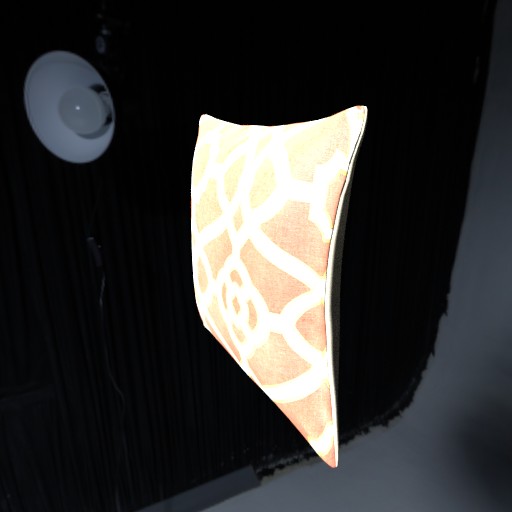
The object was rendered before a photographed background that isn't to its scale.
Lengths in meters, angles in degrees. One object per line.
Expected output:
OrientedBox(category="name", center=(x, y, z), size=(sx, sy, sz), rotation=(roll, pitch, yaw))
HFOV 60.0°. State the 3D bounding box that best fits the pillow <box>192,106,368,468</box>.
OrientedBox(category="pillow", center=(0.000, 0.000, 0.818), size=(0.166, 0.508, 0.552), rotation=(-8, 18, -25))
